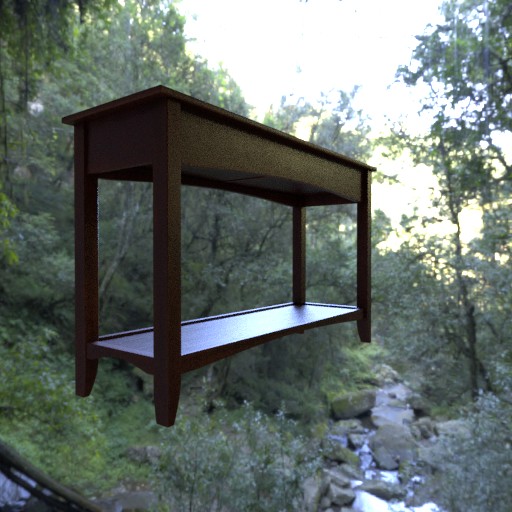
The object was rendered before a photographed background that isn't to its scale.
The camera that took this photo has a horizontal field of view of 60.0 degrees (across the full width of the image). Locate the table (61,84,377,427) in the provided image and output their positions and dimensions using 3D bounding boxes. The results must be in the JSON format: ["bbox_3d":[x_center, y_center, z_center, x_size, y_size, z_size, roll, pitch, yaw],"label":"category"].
[{"bbox_3d":[0.000,0.000,1.528,0.392,0.739,1.188,1,1,37],"label":"table"}]
